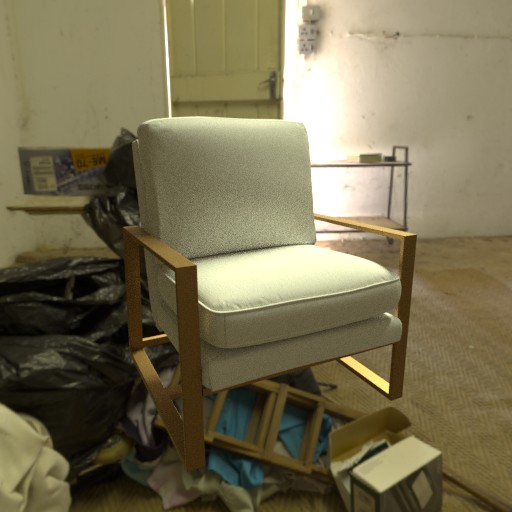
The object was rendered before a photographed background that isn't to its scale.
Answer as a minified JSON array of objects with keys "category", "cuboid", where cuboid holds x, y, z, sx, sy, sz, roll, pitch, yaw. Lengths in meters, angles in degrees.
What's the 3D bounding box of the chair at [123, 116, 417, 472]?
[{"category":"chair","cuboid":[0.000,0.000,1.593,0.805,0.966,0.813,-8,18,-26]}]
